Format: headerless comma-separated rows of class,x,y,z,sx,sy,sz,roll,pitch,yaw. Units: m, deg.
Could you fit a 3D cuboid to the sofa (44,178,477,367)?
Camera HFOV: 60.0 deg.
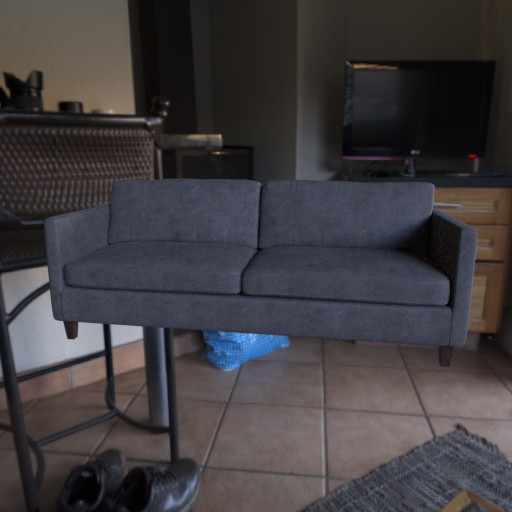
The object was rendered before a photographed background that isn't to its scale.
sofa,0.000,0.000,2.899,2.434,0.965,0.951,2,13,9
